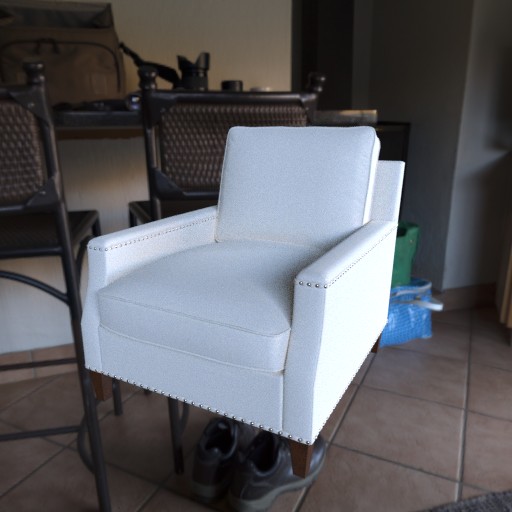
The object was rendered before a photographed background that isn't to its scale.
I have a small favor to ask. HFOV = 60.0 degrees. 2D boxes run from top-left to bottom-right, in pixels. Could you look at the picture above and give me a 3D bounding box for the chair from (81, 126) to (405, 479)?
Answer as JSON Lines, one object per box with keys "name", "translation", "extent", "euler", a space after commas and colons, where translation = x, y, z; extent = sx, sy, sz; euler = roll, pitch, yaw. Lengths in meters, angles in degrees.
{"name": "chair", "translation": [0.000, 0.000, 1.663], "extent": [0.853, 0.943, 1.014], "euler": [8, 18, 27]}
